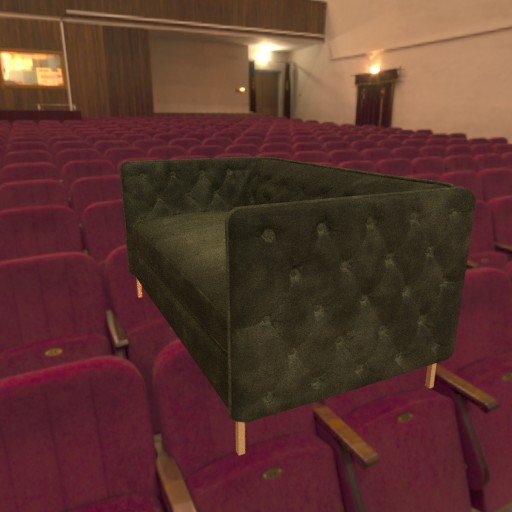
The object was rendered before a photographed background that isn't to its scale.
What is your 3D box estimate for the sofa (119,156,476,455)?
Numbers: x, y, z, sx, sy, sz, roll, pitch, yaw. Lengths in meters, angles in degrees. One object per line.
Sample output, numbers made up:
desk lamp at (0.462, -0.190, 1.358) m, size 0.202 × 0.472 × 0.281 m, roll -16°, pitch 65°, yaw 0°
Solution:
sofa at (0.000, 0.000, 2.010) m, size 0.895 × 0.768 × 1.537 m, roll -8°, pitch 19°, yaw -25°
